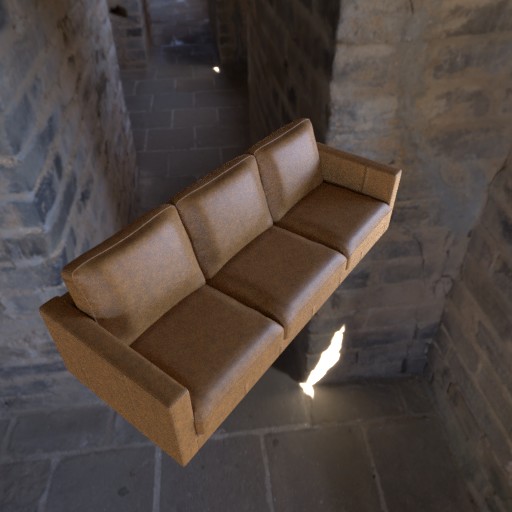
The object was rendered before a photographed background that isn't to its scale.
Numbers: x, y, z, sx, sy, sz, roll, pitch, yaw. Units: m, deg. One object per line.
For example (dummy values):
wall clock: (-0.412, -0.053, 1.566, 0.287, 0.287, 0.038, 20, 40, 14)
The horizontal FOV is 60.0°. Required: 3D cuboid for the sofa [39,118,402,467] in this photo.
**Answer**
sofa: (0.000, 0.000, 2.696, 0.903, 0.930, 2.231, 26, 48, 27)
